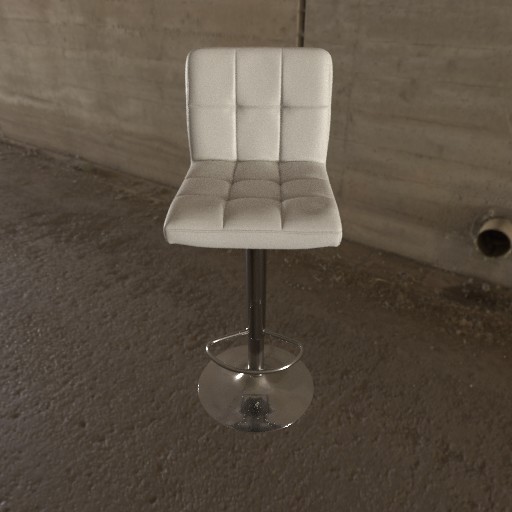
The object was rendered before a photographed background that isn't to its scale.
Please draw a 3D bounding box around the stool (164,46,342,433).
[{"bbox_3d":[0.000,0.000,1.351,0.430,1.115,0.505,1,31,2],"label":"stool"}]
